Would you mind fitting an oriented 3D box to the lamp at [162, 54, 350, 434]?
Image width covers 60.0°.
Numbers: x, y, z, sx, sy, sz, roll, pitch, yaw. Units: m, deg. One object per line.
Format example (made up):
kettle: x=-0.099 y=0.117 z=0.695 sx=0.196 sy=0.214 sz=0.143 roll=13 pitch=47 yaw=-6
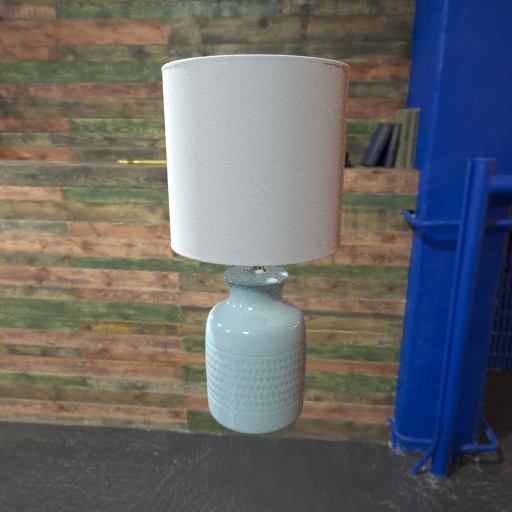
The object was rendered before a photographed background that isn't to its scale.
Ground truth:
lamp: x=0.000 y=0.000 z=1.119 sx=0.418 sy=0.871 sz=0.418 roll=2 pitch=16 yaw=6
